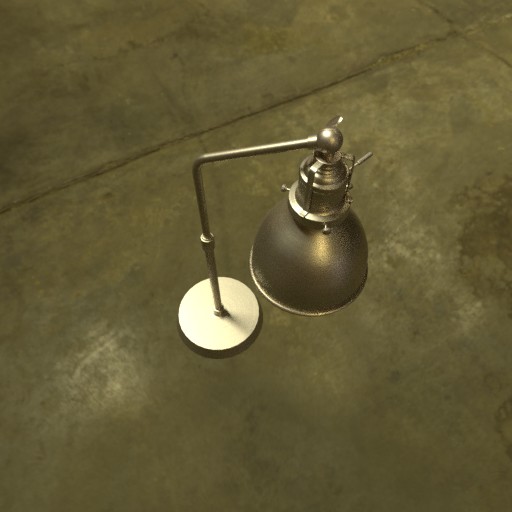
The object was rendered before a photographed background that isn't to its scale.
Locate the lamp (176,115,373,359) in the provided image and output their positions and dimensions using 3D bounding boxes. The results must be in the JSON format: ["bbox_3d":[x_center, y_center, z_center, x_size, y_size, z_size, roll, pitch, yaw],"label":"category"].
[{"bbox_3d":[0.000,0.000,0.582,0.286,0.456,0.153,14,58,9],"label":"lamp"}]
